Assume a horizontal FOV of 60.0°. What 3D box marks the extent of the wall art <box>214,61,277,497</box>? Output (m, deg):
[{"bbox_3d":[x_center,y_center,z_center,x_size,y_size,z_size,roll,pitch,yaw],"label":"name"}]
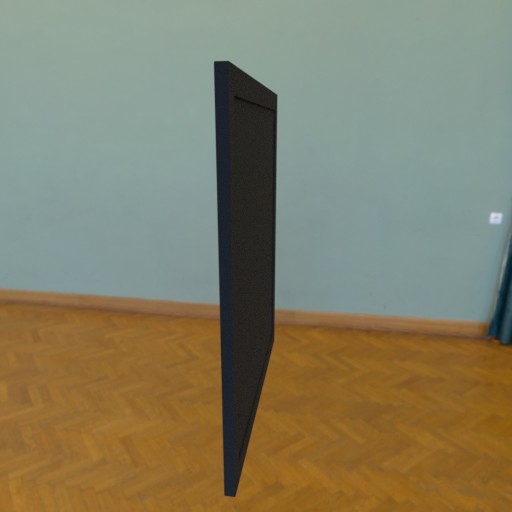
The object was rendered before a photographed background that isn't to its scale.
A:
[{"bbox_3d":[0.000,0.000,0.496,0.010,0.361,0.311,2,16,8],"label":"wall art"}]
